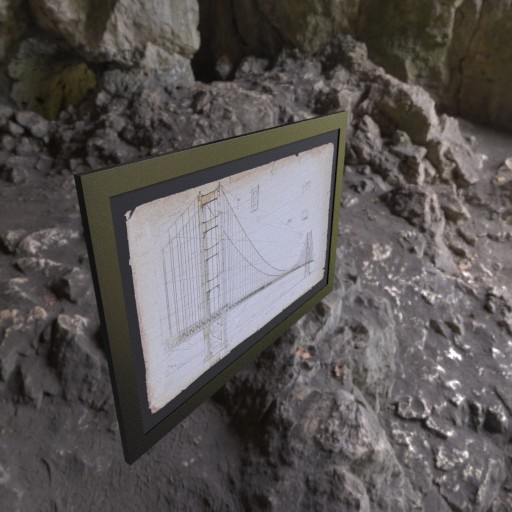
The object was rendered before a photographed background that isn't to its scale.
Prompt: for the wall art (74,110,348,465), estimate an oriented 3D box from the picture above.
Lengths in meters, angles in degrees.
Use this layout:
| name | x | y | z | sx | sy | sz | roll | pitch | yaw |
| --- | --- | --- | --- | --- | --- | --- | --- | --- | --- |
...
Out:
| name | x | y | z | sx | sy | sz | roll | pitch | yaw |
| --- | --- | --- | --- | --- | --- | --- | --- | --- | --- |
| wall art | 0.000 | 0.000 | 0.819 | 0.013 | 0.447 | 0.660 | 17 | 30 | 32 |
